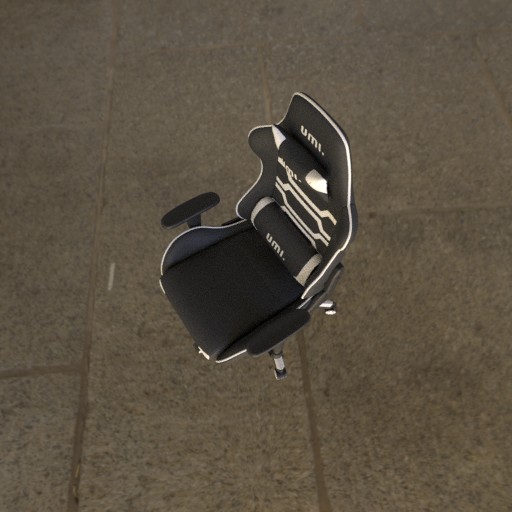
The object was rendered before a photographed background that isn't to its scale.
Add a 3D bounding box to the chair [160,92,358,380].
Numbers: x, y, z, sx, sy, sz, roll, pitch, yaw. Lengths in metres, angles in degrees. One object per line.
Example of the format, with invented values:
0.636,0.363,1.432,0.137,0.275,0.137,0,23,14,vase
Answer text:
0.000,0.000,1.660,0.700,1.240,0.700,-31,67,-15,chair
